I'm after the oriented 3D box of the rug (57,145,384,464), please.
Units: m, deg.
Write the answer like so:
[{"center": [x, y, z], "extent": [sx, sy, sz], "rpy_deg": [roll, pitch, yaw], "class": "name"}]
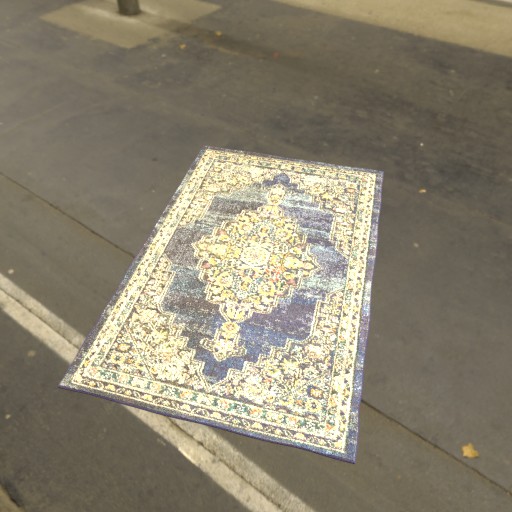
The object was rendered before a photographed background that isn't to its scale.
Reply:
[{"center": [0.000, 0.000, 2.248], "extent": [1.184, 0.012, 1.781], "rpy_deg": [11, 48, 10], "class": "rug"}]
